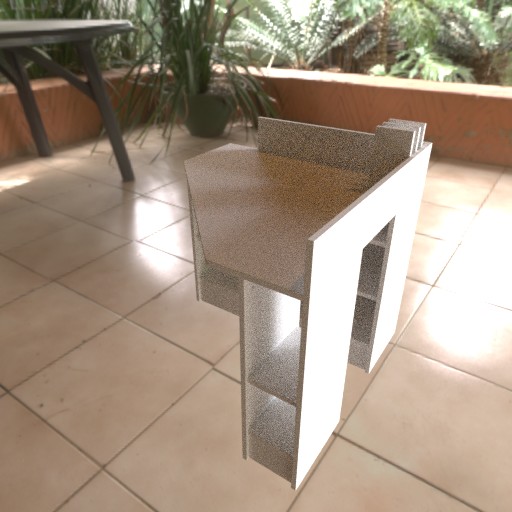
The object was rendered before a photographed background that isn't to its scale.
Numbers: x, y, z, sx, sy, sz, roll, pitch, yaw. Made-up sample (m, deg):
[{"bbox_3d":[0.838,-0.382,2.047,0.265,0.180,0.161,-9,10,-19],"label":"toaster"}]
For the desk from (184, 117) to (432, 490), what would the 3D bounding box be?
[{"bbox_3d":[0.000,0.000,1.734,0.940,0.986,0.940,19,35,29],"label":"desk"}]
